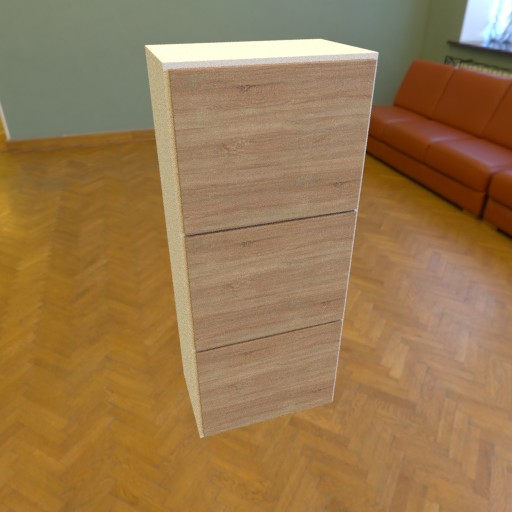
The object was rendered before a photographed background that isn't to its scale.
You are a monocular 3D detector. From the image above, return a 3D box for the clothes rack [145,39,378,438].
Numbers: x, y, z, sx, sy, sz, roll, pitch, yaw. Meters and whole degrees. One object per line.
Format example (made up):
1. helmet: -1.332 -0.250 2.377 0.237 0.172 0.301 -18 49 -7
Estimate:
1. clothes rack: 0.000 0.000 1.393 0.500 1.187 0.331 -10 33 -16
